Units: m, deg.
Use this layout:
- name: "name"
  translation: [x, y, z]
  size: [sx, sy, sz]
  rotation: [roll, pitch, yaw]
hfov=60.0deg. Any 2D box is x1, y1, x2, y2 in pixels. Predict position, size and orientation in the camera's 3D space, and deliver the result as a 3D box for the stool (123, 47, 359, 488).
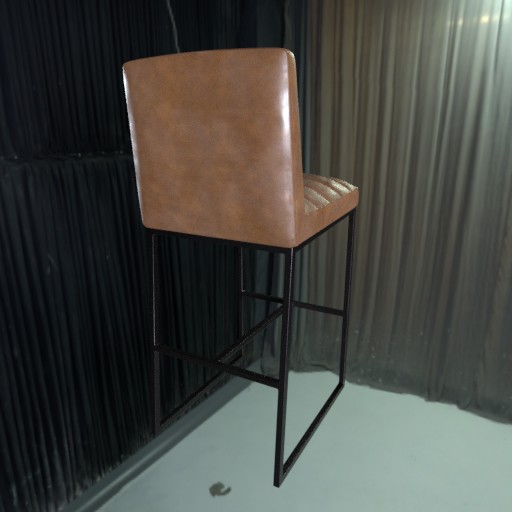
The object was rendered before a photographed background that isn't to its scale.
- name: "stool"
  translation: [0.000, 0.000, 1.334]
  size: [0.463, 1.065, 0.562]
  rotation: [9, 19, 28]
